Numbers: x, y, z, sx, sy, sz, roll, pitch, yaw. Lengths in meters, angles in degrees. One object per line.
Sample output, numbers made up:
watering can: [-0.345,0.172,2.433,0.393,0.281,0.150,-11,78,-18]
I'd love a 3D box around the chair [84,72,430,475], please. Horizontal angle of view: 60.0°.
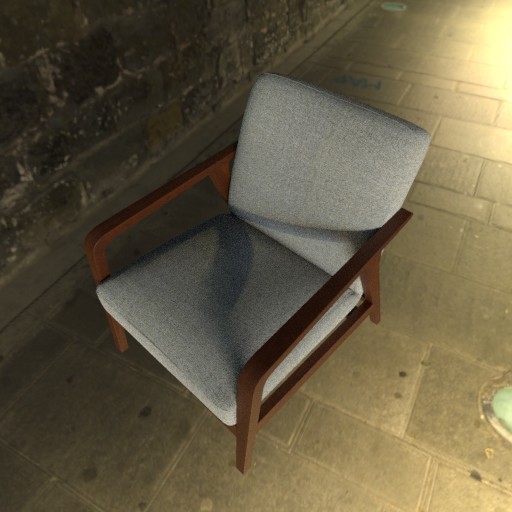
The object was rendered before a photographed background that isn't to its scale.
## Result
chair: [0.000,0.000,1.431,0.704,0.847,0.858,34,54,28]
